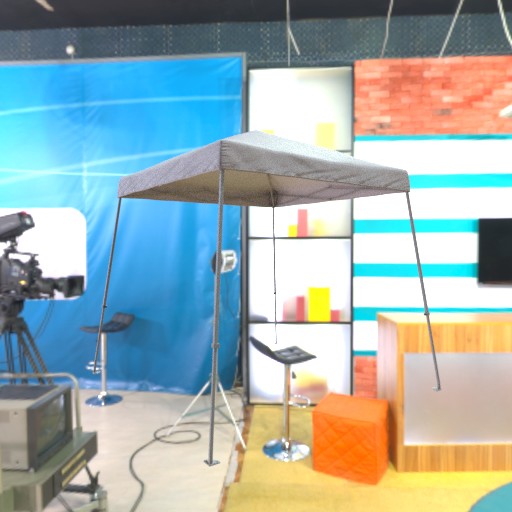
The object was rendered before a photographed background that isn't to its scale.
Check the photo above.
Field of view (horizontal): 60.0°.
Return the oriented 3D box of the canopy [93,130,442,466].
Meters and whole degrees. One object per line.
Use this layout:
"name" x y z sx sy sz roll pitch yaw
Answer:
"canopy" 0.000 0.000 5.039 2.849 2.850 2.850 -1 1 -36
